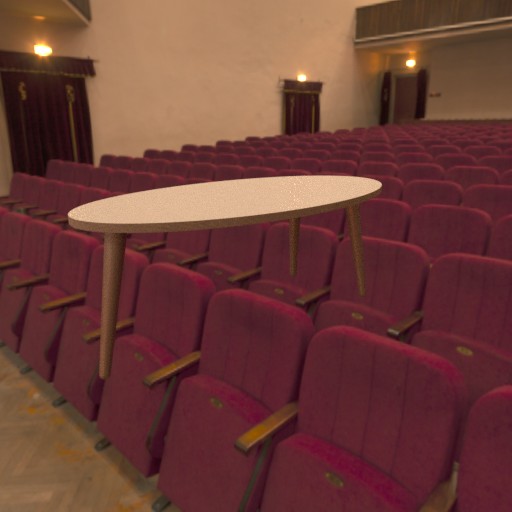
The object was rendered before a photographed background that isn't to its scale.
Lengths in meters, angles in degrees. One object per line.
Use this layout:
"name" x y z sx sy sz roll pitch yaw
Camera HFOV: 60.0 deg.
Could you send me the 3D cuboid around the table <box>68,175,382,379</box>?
"table" 0.000 0.000 1.348 0.542 0.390 1.083 16 23 42
